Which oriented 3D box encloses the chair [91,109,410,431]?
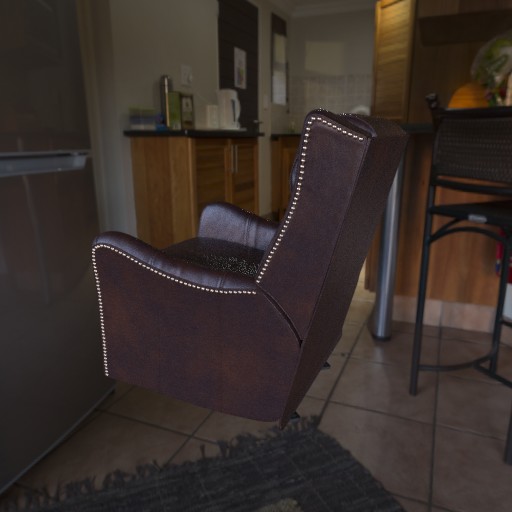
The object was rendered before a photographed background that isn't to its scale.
[{"bbox_3d":[0.000,0.000,1.787,1.008,1.084,0.869,7,17,24],"label":"chair"}]
